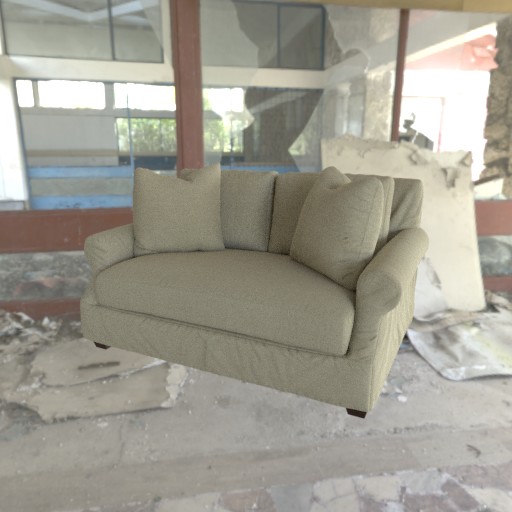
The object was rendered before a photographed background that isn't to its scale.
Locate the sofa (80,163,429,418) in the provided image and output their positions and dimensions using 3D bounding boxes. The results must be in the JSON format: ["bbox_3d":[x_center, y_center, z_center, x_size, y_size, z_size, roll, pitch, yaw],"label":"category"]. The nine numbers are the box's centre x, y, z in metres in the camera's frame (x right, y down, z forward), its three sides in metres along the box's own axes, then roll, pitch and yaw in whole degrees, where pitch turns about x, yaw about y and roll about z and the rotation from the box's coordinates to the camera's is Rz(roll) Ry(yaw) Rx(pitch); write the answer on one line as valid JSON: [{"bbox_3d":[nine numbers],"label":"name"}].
[{"bbox_3d":[0.000,0.000,2.242,1.550,0.905,1.070,7,16,26],"label":"sofa"}]
